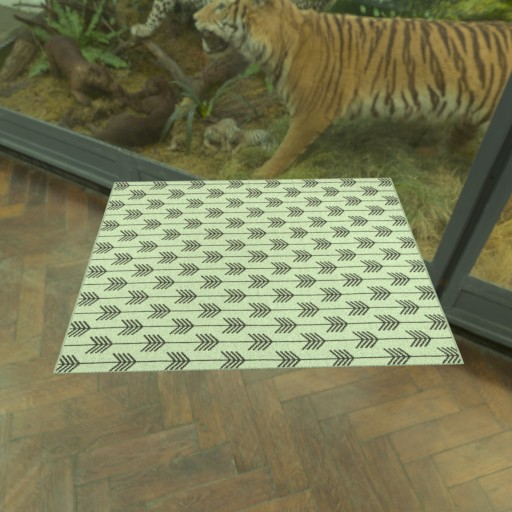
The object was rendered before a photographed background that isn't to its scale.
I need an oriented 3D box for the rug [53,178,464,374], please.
[{"bbox_3d":[0.000,0.000,4.100,3.061,0.010,2.330,-1,46,-1],"label":"rug"}]
